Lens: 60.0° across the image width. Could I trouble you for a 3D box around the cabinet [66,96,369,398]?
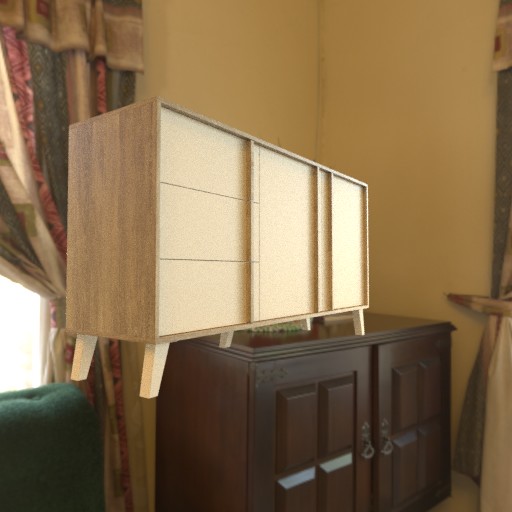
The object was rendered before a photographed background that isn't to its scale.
[{"bbox_3d":[0.000,0.000,2.043,0.450,0.870,1.600,-1,-3,36],"label":"cabinet"}]
